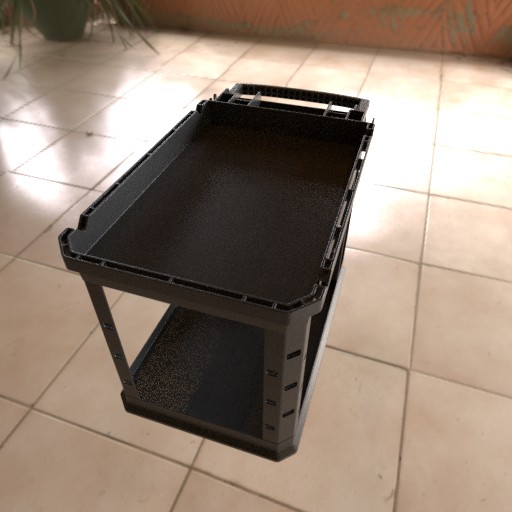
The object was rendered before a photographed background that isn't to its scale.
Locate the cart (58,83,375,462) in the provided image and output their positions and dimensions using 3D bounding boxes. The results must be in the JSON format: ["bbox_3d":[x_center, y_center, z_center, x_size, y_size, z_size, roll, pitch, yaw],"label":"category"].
[{"bbox_3d":[0.000,0.000,1.716,0.674,0.884,1.239,13,43,14],"label":"cart"}]
